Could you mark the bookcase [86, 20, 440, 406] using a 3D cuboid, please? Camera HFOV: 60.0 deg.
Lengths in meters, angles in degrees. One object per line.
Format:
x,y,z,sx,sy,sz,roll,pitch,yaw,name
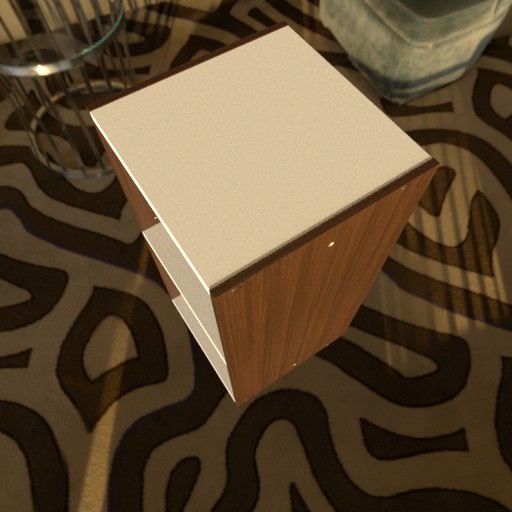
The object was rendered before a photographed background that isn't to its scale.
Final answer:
0.000,0.000,0.773,0.290,0.600,0.300,-30,66,-15,bookcase
